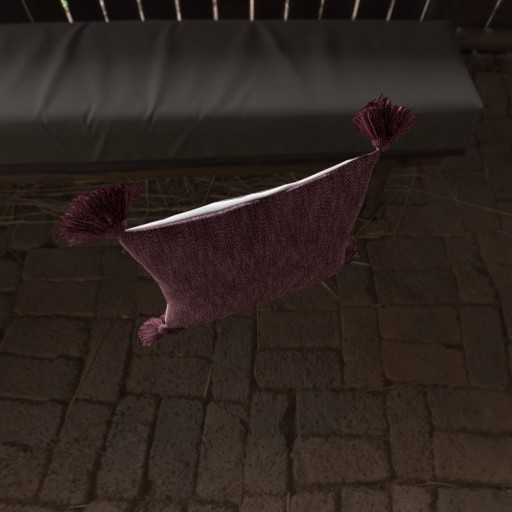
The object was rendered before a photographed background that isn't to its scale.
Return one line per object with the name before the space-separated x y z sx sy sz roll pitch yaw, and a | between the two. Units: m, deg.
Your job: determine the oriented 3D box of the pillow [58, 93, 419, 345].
pillow | 0.000 0.000 0.947 0.641 0.659 0.138 -19 65 -9
